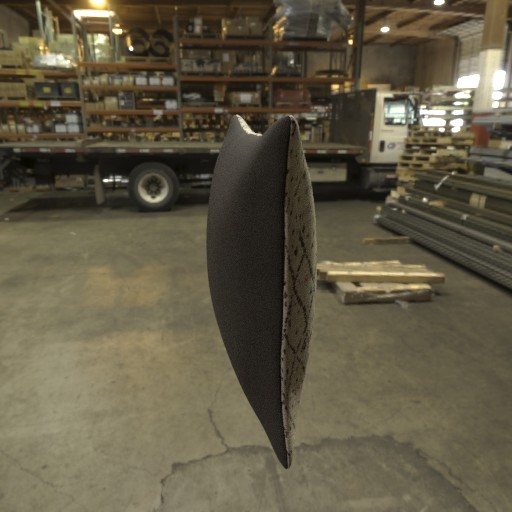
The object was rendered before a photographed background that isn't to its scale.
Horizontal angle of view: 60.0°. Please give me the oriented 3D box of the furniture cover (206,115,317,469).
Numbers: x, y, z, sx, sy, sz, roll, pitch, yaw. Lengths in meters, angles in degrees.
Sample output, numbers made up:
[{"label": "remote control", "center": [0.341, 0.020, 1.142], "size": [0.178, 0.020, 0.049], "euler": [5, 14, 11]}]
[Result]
[{"label": "furniture cover", "center": [0.000, 0.000, 0.812], "size": [0.180, 0.498, 0.525], "euler": [-3, 17, -9]}]
